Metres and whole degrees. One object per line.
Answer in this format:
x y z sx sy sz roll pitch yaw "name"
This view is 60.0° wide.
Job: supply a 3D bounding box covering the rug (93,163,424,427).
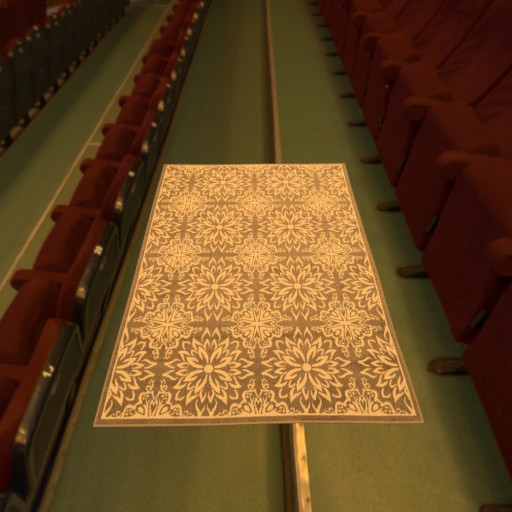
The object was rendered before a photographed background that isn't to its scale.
0.000 0.000 2.312 1.224 0.012 1.847 0 42 0 "rug"
